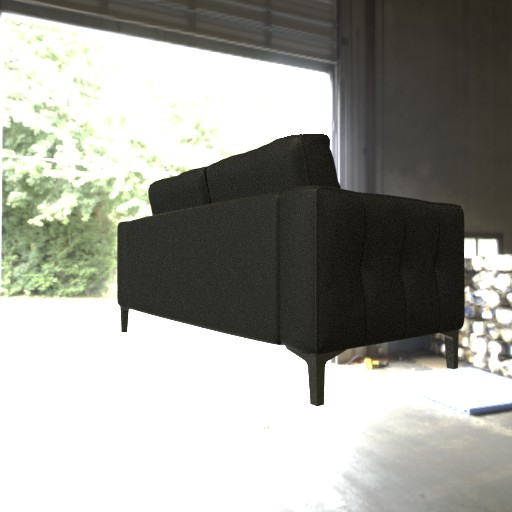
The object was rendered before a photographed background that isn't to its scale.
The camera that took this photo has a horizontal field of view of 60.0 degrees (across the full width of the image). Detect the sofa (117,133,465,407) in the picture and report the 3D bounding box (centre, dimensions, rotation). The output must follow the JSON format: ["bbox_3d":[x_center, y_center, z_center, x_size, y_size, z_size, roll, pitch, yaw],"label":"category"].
[{"bbox_3d":[0.000,0.000,2.185,0.833,0.893,1.726,0,-1,-36],"label":"sofa"}]
